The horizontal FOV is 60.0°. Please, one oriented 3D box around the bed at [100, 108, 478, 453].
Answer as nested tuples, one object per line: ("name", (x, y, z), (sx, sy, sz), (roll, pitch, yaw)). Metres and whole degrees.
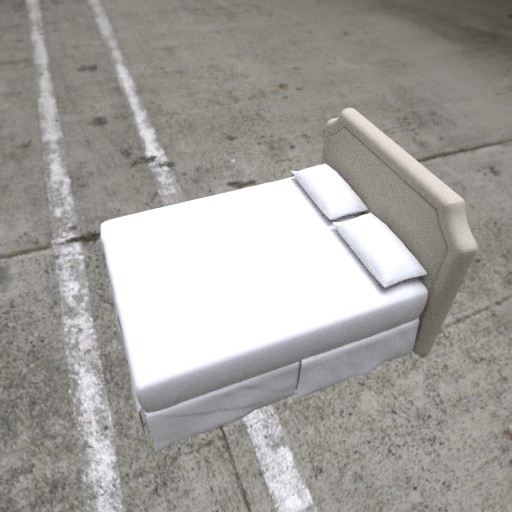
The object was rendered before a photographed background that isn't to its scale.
("bed", (0.000, 0.000, 3.131), (2.116, 1.290, 1.693), (-15, 46, -15))
